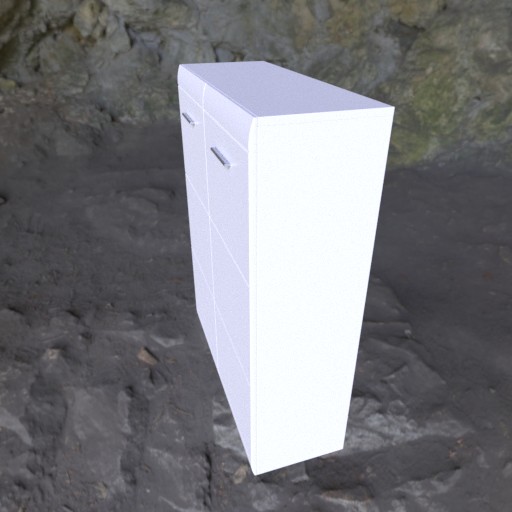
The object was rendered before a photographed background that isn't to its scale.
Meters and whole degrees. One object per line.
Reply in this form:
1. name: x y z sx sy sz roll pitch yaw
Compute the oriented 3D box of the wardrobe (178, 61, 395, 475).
1. wardrobe: 0.000 0.000 1.612 0.360 1.200 0.900 -9 31 -16
